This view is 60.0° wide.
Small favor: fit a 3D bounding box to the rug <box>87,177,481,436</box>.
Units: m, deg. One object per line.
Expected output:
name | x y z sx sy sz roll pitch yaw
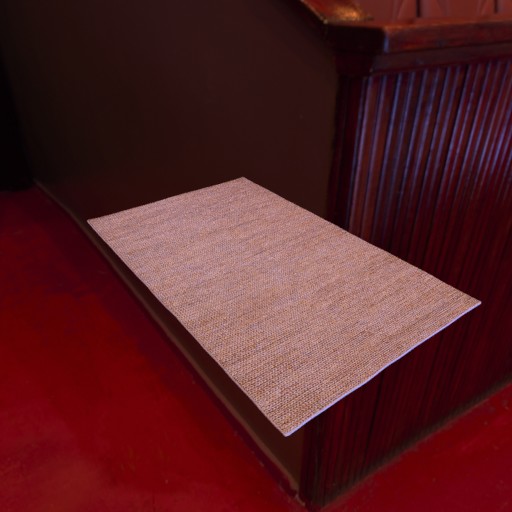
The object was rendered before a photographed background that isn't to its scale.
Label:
rug | 0.000 0.000 3.069 1.521 0.034 2.438 -22 38 -31
